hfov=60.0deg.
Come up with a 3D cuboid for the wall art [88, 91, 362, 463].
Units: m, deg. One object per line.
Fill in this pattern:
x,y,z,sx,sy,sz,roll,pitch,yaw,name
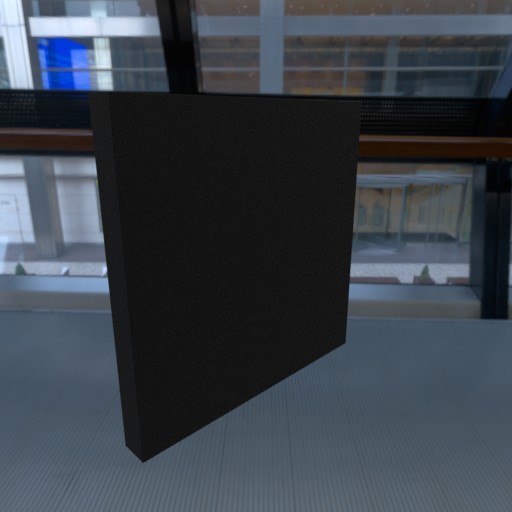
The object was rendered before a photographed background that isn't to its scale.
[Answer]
0.000,0.000,0.455,0.308,0.305,0.030,-16,24,-42,wall art
